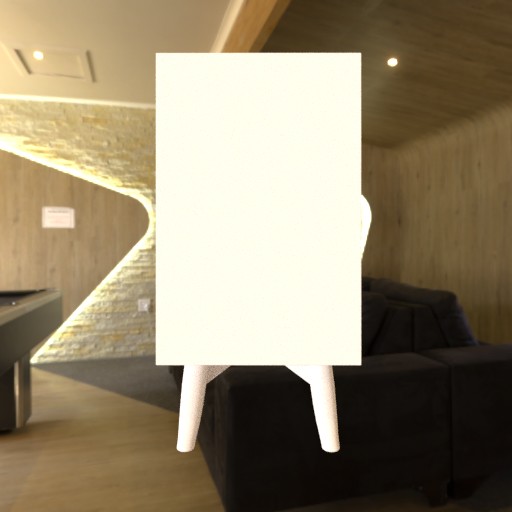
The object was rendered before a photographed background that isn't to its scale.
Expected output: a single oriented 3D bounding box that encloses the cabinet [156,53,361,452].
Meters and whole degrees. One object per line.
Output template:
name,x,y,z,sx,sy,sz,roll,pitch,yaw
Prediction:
cabinet,0.000,0.000,1.230,0.398,0.761,0.800,0,0,0
